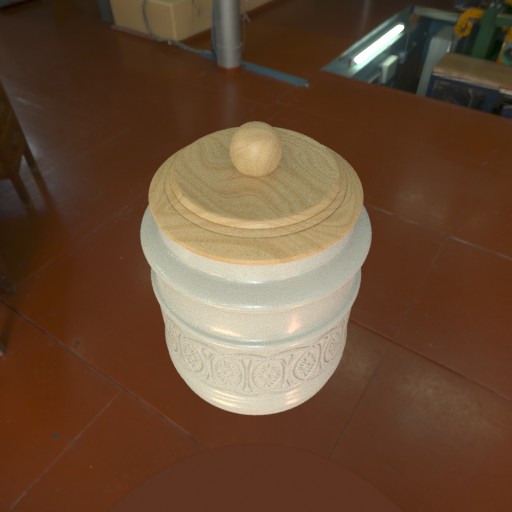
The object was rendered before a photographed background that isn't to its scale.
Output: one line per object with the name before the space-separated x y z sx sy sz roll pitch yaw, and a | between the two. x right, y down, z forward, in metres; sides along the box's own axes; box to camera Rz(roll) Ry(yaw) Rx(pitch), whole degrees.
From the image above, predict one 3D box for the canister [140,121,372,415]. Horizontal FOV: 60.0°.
canister | 0.000 0.000 0.273 0.130 0.176 0.130 0 45 0
